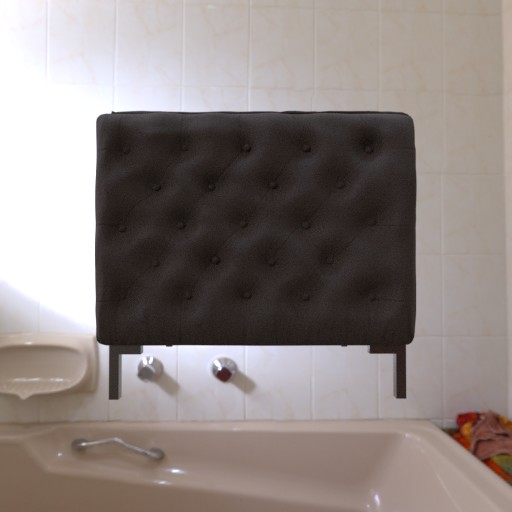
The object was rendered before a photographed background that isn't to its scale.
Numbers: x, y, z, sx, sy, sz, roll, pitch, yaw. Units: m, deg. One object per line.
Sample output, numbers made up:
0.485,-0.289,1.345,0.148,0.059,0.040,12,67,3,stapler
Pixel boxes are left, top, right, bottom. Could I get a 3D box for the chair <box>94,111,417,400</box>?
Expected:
0.000,0.000,1.646,0.913,0.807,0.946,0,-1,0,chair
